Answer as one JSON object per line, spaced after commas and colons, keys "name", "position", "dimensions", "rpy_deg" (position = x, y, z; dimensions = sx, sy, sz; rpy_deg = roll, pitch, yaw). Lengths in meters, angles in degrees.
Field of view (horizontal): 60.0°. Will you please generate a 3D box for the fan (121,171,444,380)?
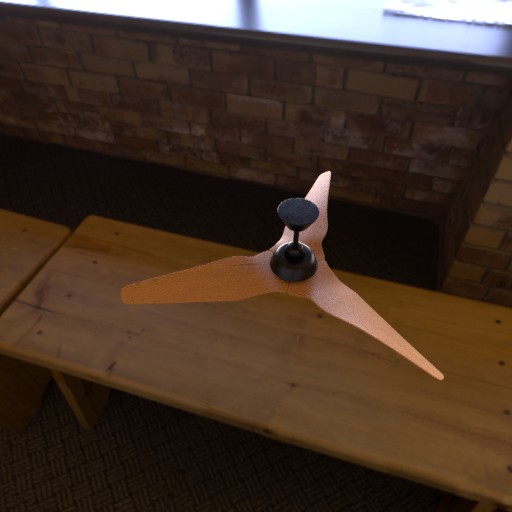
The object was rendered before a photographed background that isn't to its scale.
{"name": "fan", "position": [0.000, 0.000, 1.620], "dimensions": [1.010, 0.355, 1.142], "rpy_deg": [-10, 47, -10]}
